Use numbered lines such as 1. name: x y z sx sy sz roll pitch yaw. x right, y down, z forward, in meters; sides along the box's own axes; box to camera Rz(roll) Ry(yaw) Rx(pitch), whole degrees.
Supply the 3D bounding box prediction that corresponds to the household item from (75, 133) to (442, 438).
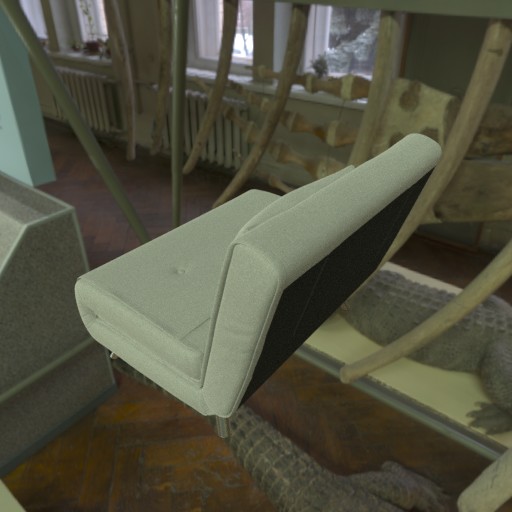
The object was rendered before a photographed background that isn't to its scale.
1. household item: 0.000 0.000 1.611 0.874 0.800 1.000 22 38 31
